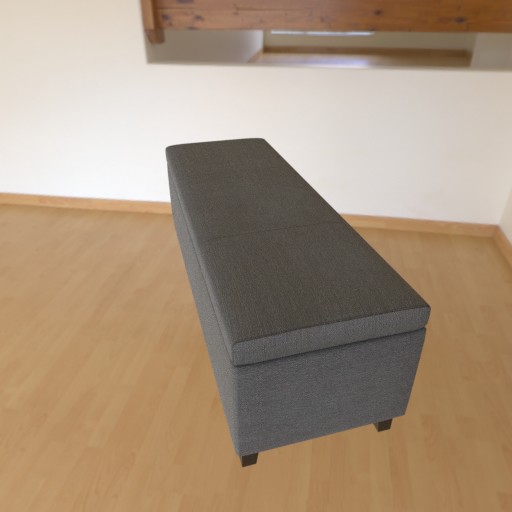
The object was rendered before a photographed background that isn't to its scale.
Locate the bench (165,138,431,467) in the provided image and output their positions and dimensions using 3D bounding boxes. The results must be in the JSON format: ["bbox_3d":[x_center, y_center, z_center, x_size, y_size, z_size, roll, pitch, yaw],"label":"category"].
[{"bbox_3d":[0.000,0.000,1.498,0.446,0.438,1.269,-8,33,-13],"label":"bench"}]
